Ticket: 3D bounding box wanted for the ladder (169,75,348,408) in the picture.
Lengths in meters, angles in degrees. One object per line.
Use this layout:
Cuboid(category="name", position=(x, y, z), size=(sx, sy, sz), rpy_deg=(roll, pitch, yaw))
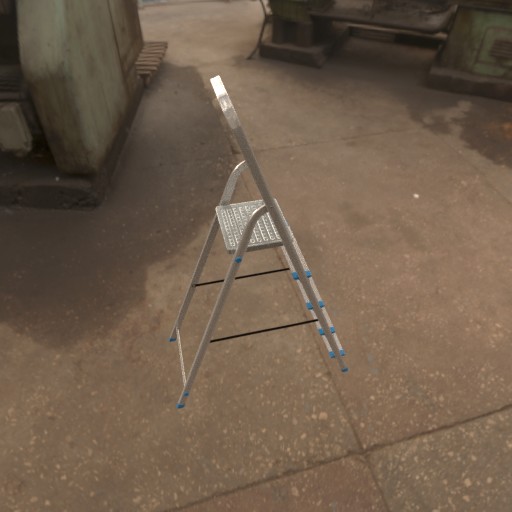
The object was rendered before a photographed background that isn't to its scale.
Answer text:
Cuboid(category="ladder", position=(0.000, 0.000, 2.067), size=(0.990, 1.648, 0.468), rpy_deg=(-10, 45, -10))
